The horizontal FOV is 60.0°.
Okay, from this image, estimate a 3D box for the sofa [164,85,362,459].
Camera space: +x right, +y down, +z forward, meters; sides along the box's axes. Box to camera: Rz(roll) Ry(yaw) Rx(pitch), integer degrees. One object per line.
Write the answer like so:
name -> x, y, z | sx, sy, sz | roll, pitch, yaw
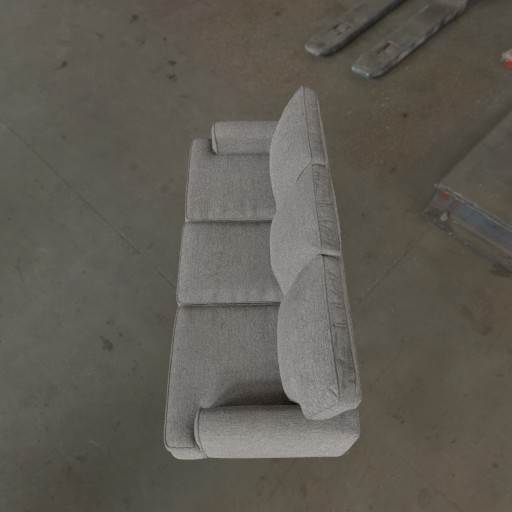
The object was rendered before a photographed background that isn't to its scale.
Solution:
sofa -> 0.000, 0.000, 2.678 | 0.951, 0.965, 2.158 | -1, 57, 0
